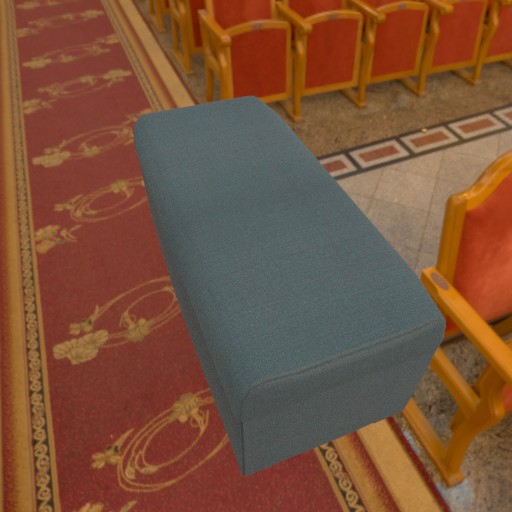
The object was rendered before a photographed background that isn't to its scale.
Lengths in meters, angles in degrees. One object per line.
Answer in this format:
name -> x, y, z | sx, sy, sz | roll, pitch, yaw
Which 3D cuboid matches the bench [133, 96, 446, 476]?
bench -> 0.000, 0.000, 1.249 | 0.476, 0.474, 0.995 | -16, 48, -15
